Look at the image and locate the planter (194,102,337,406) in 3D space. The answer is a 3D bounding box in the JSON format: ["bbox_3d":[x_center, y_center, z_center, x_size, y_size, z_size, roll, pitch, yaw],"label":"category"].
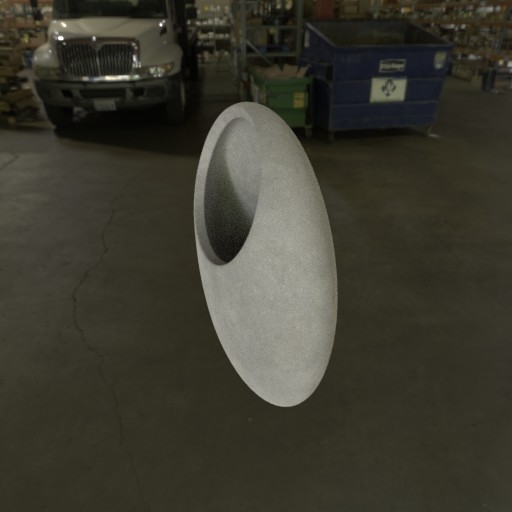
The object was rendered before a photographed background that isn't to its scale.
[{"bbox_3d":[0.000,0.000,0.286,0.071,0.188,0.185,-8,30,-15],"label":"planter"}]
